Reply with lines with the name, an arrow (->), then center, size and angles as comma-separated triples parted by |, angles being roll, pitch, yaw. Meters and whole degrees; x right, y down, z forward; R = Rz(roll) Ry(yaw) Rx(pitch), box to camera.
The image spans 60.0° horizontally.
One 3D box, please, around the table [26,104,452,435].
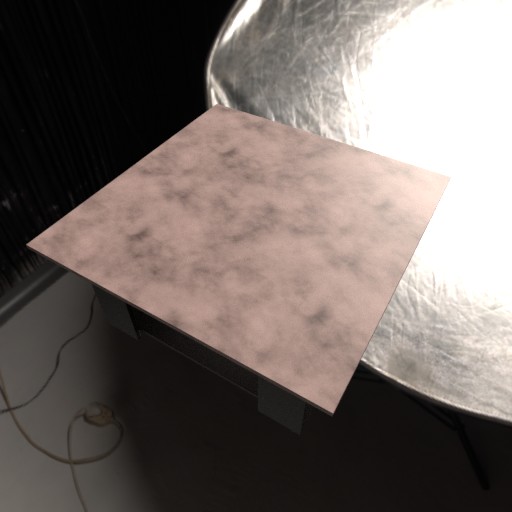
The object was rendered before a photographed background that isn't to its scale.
table -> 0.000, 0.000, 1.074 | 0.670, 0.305, 0.670 | 24, 51, 21
